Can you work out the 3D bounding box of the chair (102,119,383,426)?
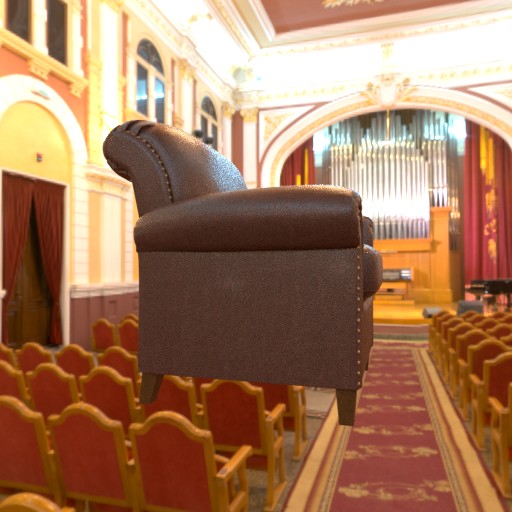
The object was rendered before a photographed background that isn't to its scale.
[{"bbox_3d":[0.000,0.000,1.632,0.890,0.927,0.854,0,-1,17],"label":"chair"}]
